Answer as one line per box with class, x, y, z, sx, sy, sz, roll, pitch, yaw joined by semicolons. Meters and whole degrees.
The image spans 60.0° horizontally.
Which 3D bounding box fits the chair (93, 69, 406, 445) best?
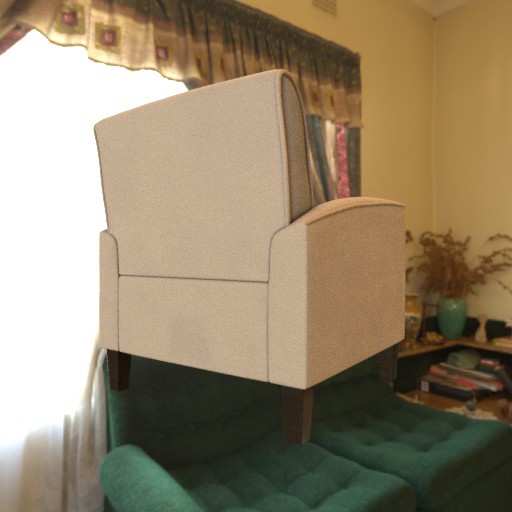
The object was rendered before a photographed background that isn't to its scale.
chair;0.000;0.000;1.561;0.820;0.915;0.821;0;1;36
